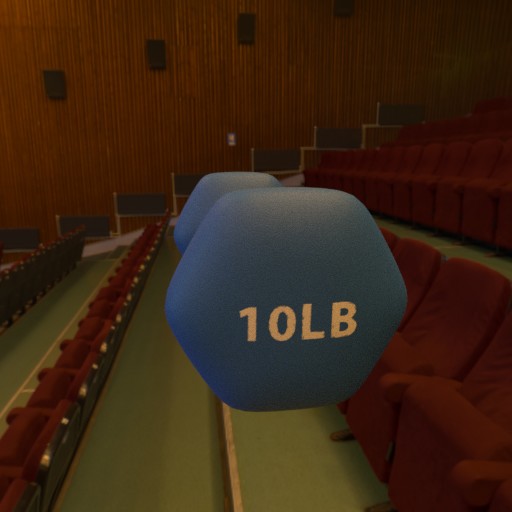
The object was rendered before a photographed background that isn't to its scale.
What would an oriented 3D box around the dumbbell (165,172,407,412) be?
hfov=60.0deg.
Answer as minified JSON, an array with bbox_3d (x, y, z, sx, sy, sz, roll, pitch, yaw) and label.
[{"bbox_3d":[0.000,0.000,0.266,0.103,0.093,0.212,-2,13,-8],"label":"dumbbell"}]
